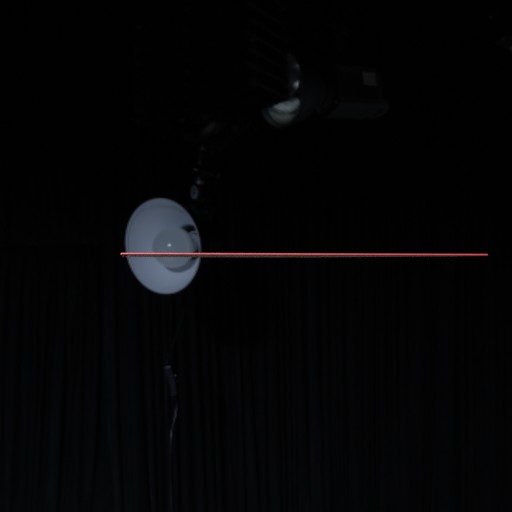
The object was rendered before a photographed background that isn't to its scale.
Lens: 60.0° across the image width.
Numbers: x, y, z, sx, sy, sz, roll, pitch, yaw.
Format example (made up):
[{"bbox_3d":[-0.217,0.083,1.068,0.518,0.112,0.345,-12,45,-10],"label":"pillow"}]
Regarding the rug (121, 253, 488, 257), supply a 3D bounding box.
[{"bbox_3d":[0.000,0.000,4.130,2.387,0.013,3.053,0,0,-17],"label":"rug"}]
